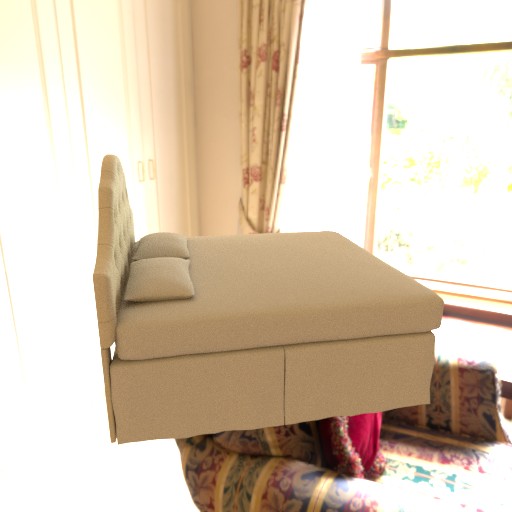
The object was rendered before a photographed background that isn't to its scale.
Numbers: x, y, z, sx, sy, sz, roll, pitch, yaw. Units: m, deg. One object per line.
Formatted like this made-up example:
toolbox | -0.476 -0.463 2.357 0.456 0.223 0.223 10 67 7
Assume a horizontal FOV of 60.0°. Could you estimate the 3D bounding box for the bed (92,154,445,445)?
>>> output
bed | 0.000 0.000 3.415 2.086 1.555 2.012 -3 17 -11
